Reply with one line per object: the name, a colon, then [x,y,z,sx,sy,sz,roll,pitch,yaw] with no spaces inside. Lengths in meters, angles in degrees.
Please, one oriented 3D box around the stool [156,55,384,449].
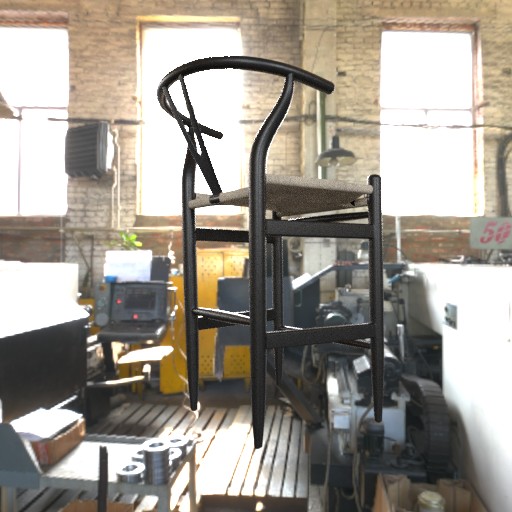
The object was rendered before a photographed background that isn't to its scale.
stool: [0.000,0.000,1.326,0.579,0.970,0.569,0,-1,-36]
